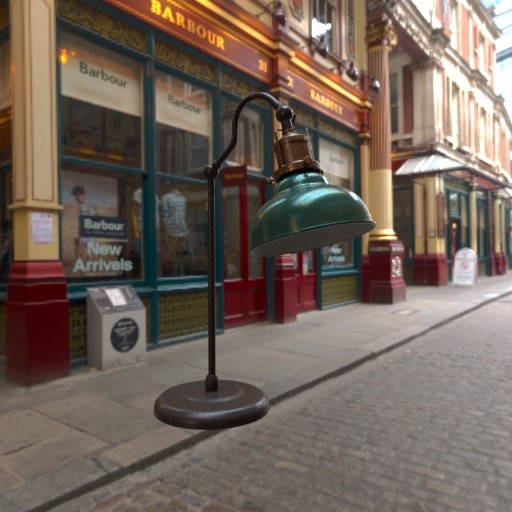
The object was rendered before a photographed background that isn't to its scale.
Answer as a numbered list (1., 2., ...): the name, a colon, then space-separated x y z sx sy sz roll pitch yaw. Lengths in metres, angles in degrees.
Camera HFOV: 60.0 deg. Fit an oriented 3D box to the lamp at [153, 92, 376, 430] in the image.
1. lamp: 0.000 0.000 0.689 0.374 0.508 0.192 0 0 36
